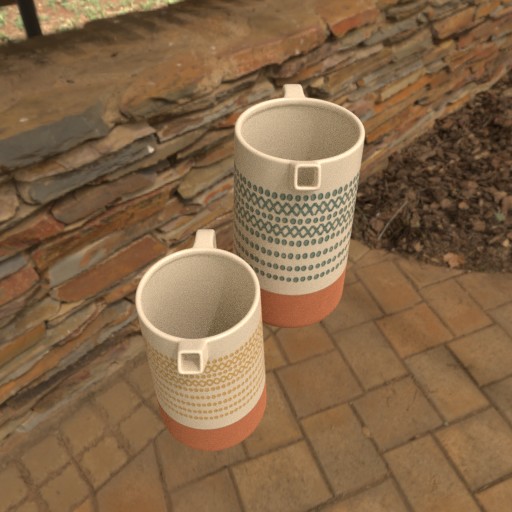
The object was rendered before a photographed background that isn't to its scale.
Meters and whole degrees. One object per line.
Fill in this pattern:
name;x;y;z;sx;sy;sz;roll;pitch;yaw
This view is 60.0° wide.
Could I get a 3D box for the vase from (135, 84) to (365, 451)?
vase;0.000;0.000;0.460;0.168;0.247;0.326;30;53;27
